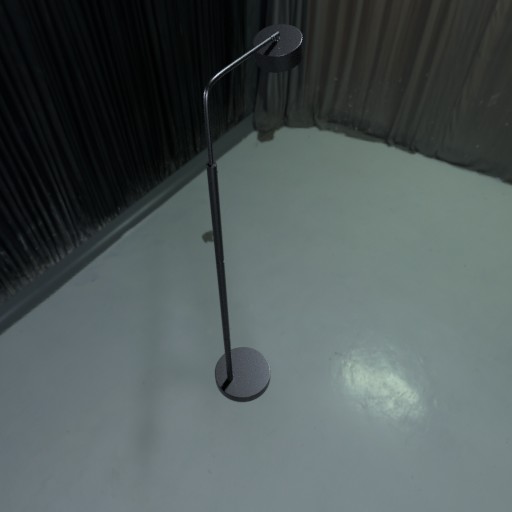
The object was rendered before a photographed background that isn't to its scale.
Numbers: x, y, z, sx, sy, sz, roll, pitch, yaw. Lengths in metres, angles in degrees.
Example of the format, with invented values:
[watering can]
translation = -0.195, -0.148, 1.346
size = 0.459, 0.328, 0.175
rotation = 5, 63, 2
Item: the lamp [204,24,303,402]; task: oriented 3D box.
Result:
[lamp]
translation = 0.000, 0.000, 1.381
size = 0.219, 1.230, 0.418
rotation = 25, 52, 21
